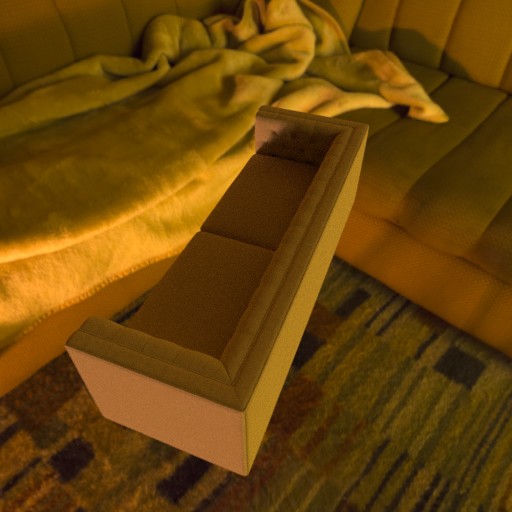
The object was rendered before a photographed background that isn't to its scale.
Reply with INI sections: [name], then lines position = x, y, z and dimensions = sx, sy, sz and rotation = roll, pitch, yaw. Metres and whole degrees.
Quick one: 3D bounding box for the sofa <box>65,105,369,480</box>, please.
[sofa]
position = 0.000, 0.000, 2.599
dimensions = 0.775, 0.762, 2.159
rotation = 16, 47, 15
